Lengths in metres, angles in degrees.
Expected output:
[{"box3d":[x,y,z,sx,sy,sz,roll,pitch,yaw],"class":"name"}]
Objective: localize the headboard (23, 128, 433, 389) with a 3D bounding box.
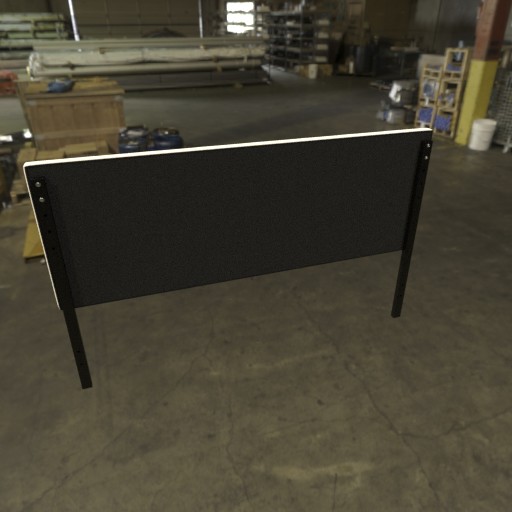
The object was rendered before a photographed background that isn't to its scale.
[{"box3d":[0.000,0.000,2.785,2.362,1.410,0.120,-9,30,-17],"class":"headboard"}]
